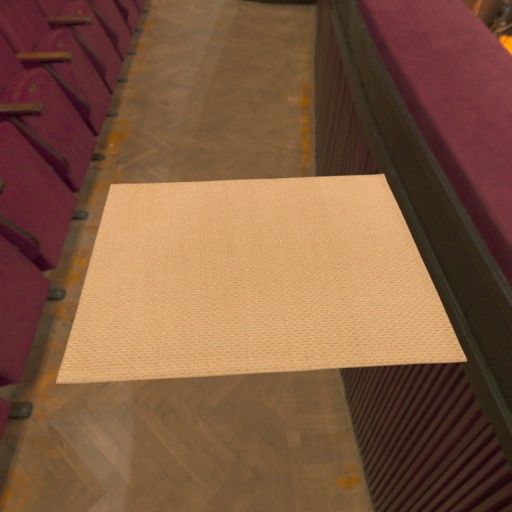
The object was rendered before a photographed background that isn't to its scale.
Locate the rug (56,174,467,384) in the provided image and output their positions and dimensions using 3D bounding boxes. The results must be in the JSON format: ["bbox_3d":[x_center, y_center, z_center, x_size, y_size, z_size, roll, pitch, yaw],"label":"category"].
[{"bbox_3d":[0.000,0.000,3.892,2.897,0.035,2.277,-3,46,-3],"label":"rug"}]
